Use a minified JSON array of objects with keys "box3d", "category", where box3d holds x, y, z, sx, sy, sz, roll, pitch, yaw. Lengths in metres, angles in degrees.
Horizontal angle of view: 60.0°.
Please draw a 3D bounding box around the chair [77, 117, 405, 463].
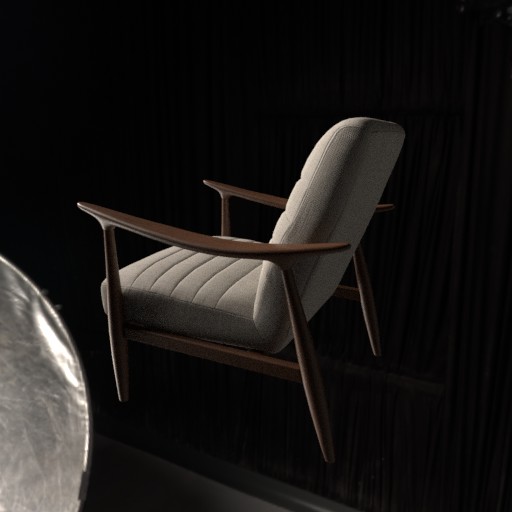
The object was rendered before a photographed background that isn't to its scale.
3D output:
[{"box3d":[0.000,0.000,1.424,0.798,0.832,0.741,7,17,25],"category":"chair"}]
